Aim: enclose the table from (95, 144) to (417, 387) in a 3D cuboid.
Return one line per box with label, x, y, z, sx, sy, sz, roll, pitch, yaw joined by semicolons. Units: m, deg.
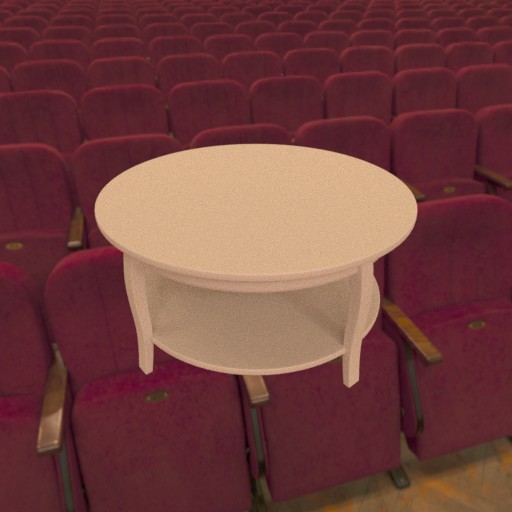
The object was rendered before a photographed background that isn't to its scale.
table;0.000;0.000;1.426;0.910;0.457;0.910;0;31;0
